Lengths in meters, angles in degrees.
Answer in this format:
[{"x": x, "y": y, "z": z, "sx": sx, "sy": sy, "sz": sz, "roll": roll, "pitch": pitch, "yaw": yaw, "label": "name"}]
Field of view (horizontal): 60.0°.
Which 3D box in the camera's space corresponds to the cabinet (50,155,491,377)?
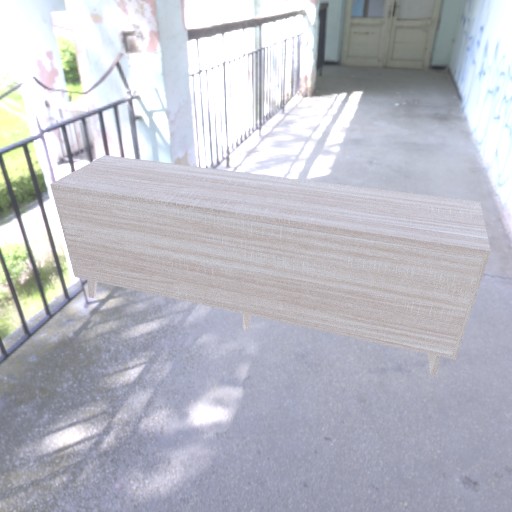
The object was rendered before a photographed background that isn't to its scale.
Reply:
[{"x": 0.000, "y": 0.000, "z": 2.522, "sx": 2.200, "sy": 0.780, "sz": 0.500, "roll": 10, "pitch": 33, "yaw": 16, "label": "cabinet"}]
